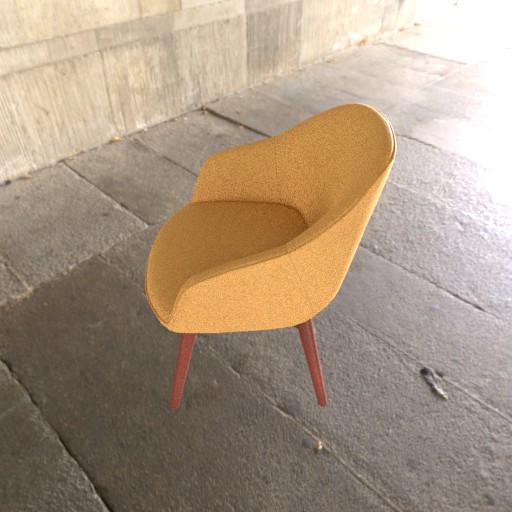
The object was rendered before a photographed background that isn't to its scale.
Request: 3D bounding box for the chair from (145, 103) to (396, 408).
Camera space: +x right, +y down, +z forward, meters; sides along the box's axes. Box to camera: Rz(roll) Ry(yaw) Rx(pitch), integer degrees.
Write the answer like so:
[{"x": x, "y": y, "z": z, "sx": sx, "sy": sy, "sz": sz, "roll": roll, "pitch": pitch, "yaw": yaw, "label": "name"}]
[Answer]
[{"x": 0.000, "y": 0.000, "z": 1.302, "sx": 0.635, "sy": 0.823, "sz": 0.596, "roll": 0, "pitch": 40, "yaw": -1, "label": "chair"}]
